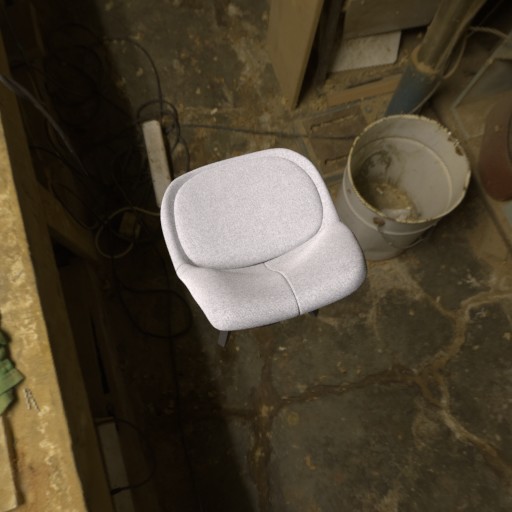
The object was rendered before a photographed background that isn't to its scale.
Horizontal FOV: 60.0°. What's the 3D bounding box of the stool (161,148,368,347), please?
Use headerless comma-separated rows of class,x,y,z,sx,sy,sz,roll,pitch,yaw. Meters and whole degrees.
stool,0.000,0.000,1.422,0.485,1.115,0.550,-17,75,-5
